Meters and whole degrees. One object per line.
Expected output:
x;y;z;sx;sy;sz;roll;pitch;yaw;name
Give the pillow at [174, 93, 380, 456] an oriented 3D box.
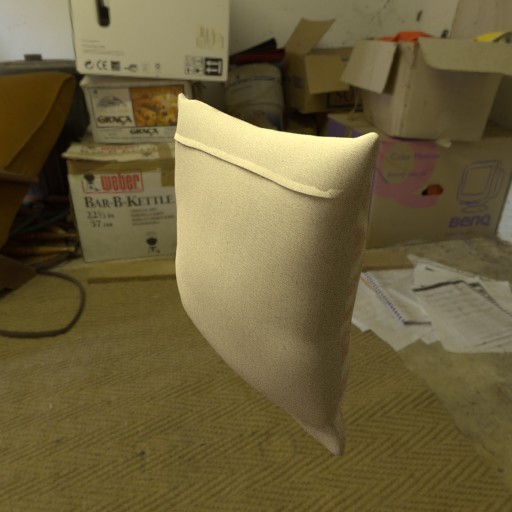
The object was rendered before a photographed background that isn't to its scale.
0.000;0.000;0.678;0.182;0.441;0.440;-18;32;-31;pillow
